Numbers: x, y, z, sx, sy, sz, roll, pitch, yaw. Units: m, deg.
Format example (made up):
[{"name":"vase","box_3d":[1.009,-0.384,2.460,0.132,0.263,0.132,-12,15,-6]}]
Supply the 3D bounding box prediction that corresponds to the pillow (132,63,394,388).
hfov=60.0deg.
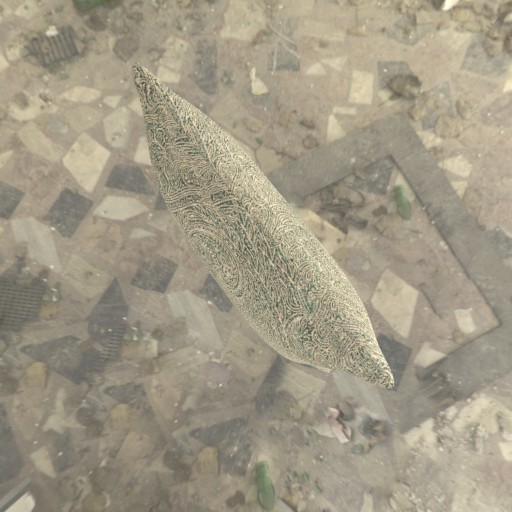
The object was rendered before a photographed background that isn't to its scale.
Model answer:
[{"name":"pillow","box_3d":[0.000,0.000,0.789,0.166,0.507,0.526,-37,80,-8]}]
